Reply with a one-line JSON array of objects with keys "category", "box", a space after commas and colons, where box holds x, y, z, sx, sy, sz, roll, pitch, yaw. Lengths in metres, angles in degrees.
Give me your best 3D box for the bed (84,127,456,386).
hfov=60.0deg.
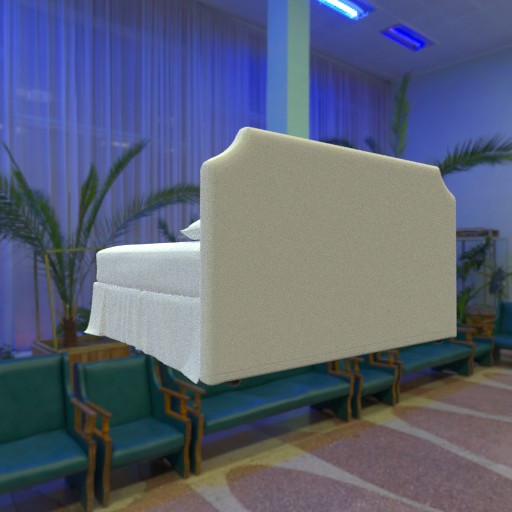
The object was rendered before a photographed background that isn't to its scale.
[{"category": "bed", "box": [0.000, 0.000, 3.577, 2.160, 1.301, 2.204, 0, 0, -36]}]
